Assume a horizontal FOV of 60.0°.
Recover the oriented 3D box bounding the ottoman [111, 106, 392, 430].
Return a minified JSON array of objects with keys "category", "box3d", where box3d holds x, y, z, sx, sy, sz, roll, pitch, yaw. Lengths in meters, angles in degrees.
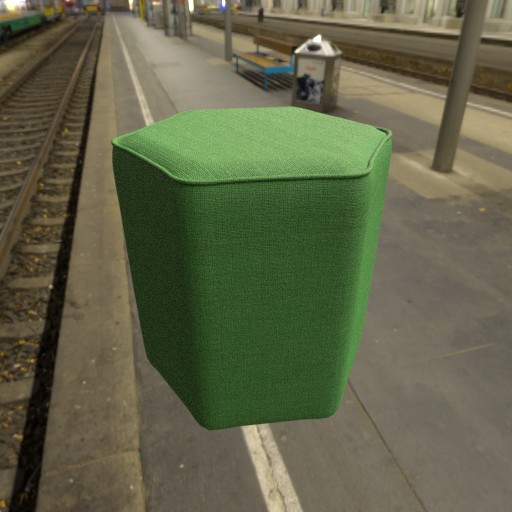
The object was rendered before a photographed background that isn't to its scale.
[{"category":"ottoman","box3d":[0.000,0.000,0.892,0.444,0.507,0.499,-21,36,-32]}]
